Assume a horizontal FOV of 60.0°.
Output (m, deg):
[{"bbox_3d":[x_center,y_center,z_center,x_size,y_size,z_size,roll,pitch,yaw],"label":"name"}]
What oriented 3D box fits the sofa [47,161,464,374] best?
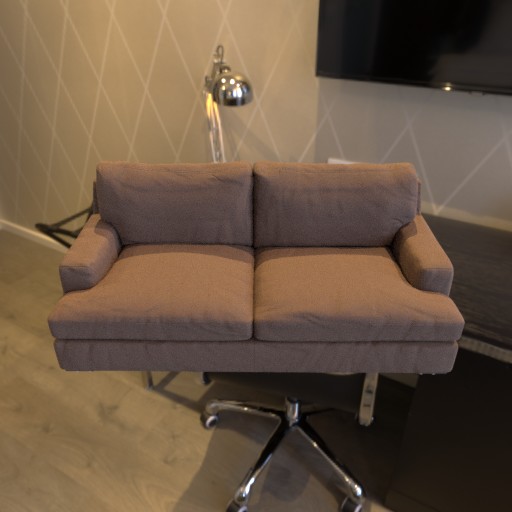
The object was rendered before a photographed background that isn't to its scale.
[{"bbox_3d":[0.000,0.000,2.759,2.274,0.950,1.140,0,31,0],"label":"sofa"}]
